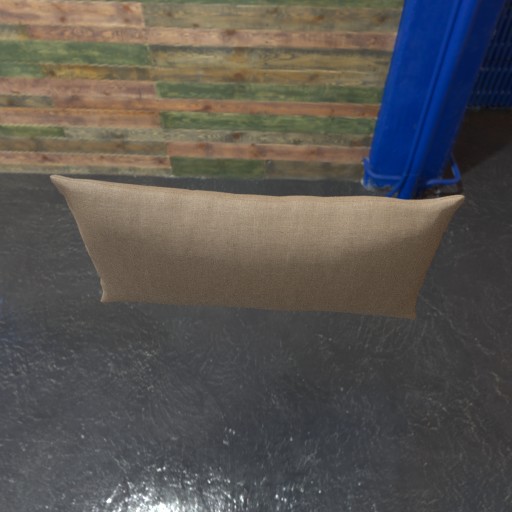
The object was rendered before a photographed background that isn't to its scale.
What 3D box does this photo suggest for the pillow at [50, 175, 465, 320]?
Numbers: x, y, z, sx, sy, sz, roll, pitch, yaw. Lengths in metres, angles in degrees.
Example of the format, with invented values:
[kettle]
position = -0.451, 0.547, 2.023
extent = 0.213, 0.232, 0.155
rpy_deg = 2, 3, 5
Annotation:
[pillow]
position = 0.000, 0.000, 0.749
extent = 0.612, 0.308, 0.148
rpy_deg = 3, 48, 3
